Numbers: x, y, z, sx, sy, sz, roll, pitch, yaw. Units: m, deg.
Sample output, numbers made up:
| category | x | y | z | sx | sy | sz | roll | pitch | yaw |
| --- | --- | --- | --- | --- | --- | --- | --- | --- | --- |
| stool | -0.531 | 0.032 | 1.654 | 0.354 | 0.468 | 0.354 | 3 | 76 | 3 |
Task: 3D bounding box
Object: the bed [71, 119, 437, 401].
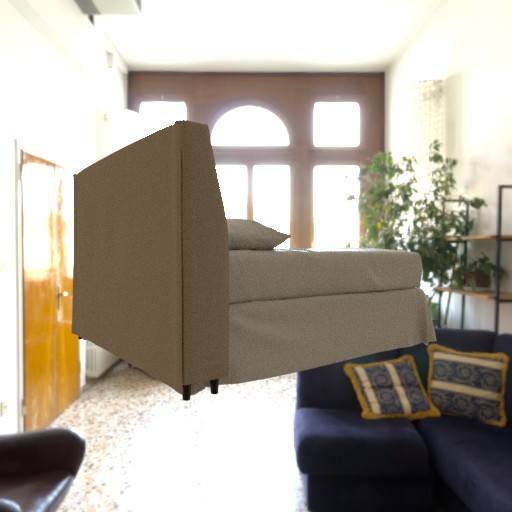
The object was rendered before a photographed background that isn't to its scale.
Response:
| category | x | y | z | sx | sy | sz | roll | pitch | yaw |
| --- | --- | --- | --- | --- | --- | --- | --- | --- | --- |
| bed | 0.000 | 0.000 | 3.454 | 2.276 | 1.332 | 1.925 | -1 | 1 | -37 |
